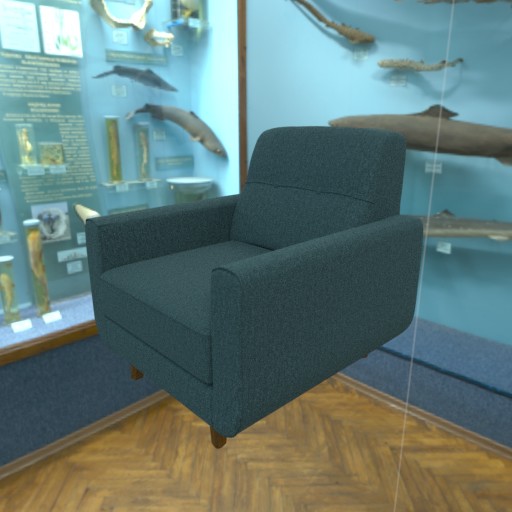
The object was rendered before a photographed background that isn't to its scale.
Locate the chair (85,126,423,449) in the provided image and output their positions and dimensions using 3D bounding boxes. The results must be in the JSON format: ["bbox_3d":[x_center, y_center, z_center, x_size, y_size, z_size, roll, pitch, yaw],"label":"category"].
[{"bbox_3d":[0.000,0.000,1.679,0.964,0.940,0.880,-15,23,-41],"label":"chair"}]
